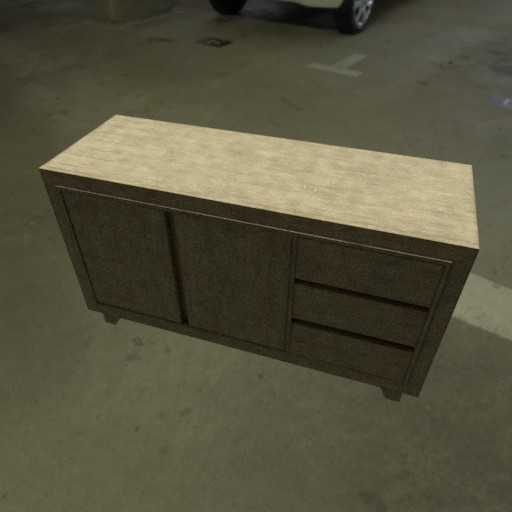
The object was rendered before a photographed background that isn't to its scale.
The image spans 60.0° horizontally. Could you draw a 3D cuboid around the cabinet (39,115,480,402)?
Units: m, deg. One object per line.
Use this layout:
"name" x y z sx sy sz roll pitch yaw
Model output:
"cabinet" 0.000 0.000 1.841 1.460 0.825 0.511 12 41 14
